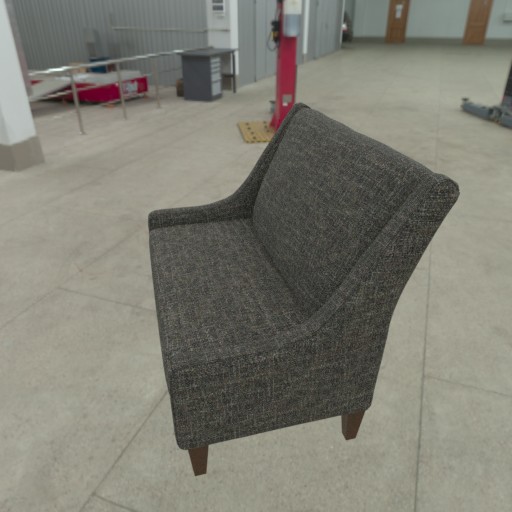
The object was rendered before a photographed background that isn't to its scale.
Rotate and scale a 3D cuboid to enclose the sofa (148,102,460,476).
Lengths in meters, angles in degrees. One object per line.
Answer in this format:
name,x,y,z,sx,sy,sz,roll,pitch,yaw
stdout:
sofa,0.000,0.000,1.872,0.870,1.021,1.242,-7,30,-13
